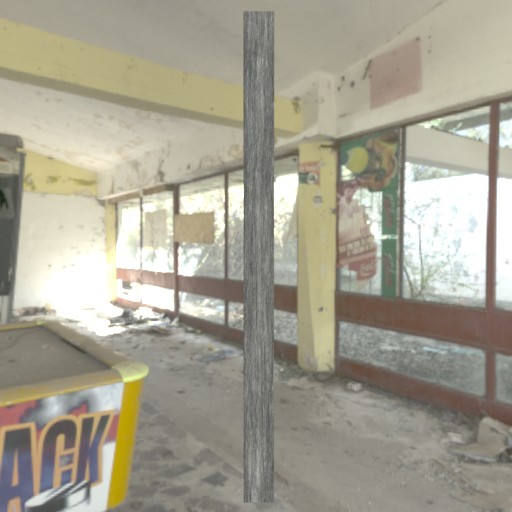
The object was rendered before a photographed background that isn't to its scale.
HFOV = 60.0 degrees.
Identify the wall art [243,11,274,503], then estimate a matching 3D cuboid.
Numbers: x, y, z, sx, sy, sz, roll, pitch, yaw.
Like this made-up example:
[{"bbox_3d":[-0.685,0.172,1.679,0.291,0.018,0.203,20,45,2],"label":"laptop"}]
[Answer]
[{"bbox_3d":[0.000,0.000,1.297,0.063,1.016,0.762,0,1,-1],"label":"wall art"}]
